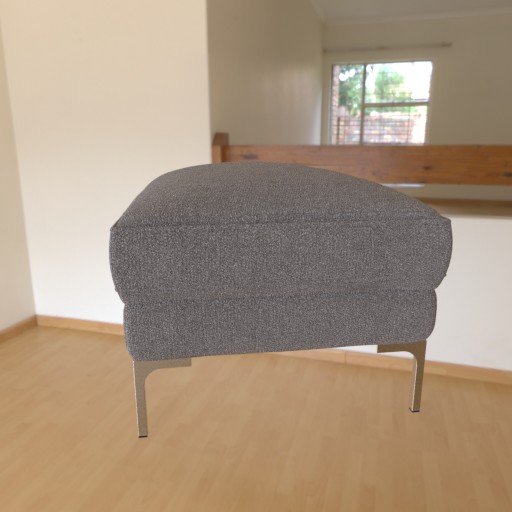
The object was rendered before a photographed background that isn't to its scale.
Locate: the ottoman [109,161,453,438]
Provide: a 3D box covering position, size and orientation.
[{"bbox_3d":[0.000,0.000,1.131,0.583,0.464,0.785,-2,14,-8],"label":"ottoman"}]
